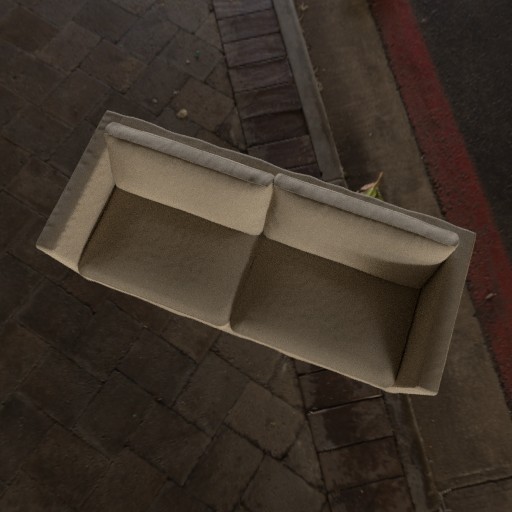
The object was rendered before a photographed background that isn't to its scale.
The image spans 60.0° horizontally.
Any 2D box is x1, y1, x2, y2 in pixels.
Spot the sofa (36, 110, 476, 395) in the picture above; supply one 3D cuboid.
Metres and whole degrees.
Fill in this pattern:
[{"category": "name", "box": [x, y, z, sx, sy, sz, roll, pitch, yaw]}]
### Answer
[{"category": "sofa", "box": [0.000, 0.000, 2.701, 2.296, 0.847, 0.956, 20, 75, 5]}]
